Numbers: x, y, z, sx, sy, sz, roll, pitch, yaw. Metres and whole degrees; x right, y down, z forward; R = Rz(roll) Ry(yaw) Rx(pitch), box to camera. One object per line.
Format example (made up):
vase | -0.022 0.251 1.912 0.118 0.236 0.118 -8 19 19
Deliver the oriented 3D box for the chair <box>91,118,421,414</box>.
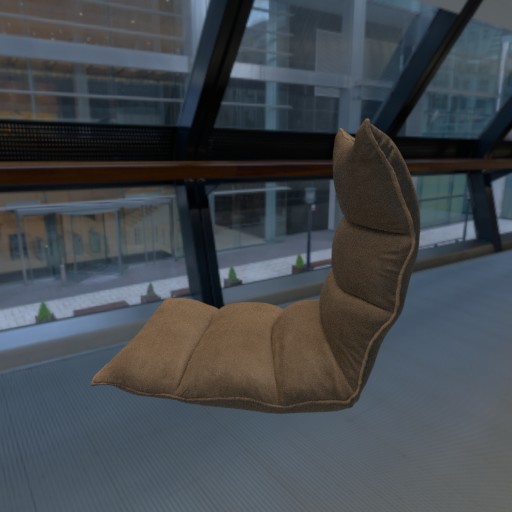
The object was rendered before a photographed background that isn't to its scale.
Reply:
chair | 0.000 0.000 1.573 0.985 0.892 0.714 2 14 9
